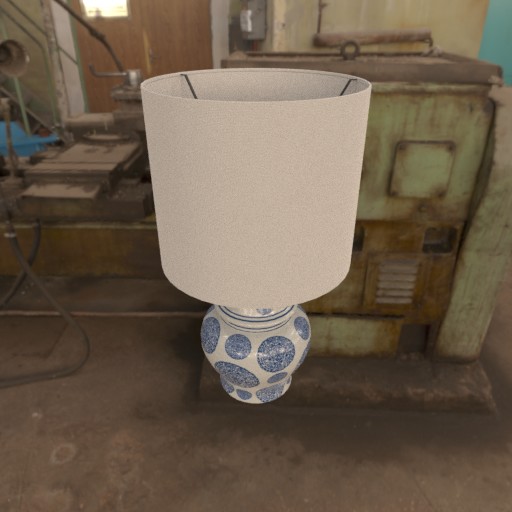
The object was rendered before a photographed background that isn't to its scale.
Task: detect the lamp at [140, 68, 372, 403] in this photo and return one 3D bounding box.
[{"bbox_3d":[0.000,0.000,0.515,0.215,0.381,0.215,-8,30,-13],"label":"lamp"}]
